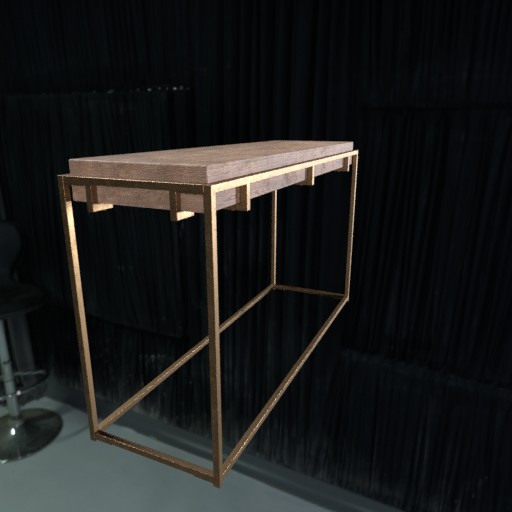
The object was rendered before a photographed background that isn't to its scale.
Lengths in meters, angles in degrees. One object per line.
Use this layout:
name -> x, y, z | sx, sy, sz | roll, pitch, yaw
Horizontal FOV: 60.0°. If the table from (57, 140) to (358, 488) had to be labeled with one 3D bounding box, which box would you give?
table -> 0.000, 0.000, 1.725 | 0.440, 0.820, 1.400 | 8, 18, 24
